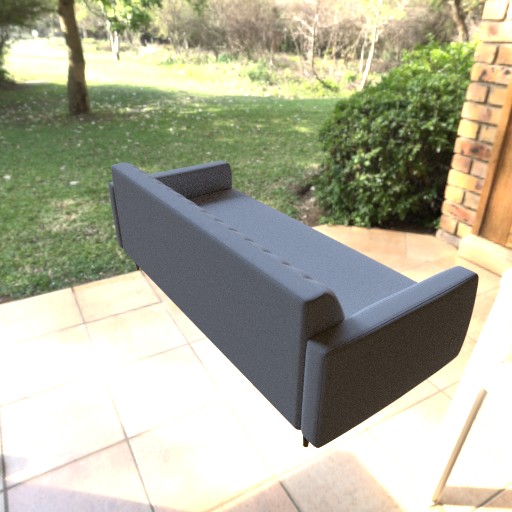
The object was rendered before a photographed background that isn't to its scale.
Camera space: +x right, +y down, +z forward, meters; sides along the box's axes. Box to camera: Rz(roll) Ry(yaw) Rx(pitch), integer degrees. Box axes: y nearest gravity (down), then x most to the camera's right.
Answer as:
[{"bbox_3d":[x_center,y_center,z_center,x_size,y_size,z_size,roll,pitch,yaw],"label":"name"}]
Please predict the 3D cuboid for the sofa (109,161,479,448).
[{"bbox_3d":[0.000,0.000,2.675,0.990,0.821,2.291,-19,34,-31],"label":"sofa"}]
